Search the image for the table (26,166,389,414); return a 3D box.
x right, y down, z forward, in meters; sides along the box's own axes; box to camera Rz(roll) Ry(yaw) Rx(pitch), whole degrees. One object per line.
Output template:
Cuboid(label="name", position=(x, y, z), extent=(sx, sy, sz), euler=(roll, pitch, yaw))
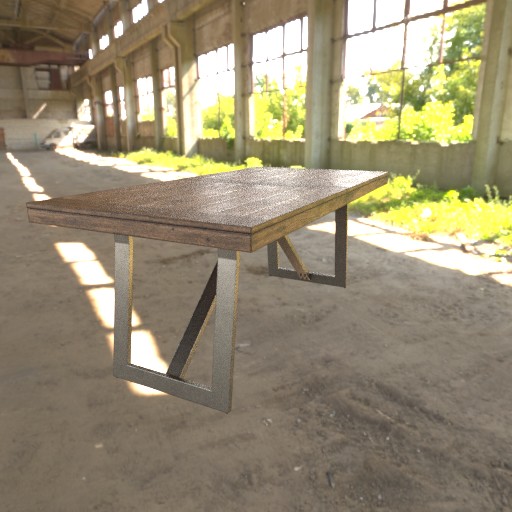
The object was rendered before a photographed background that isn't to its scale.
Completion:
Cuboid(label="table", position=(0.000, 0.000, 2.317), extent=(0.931, 0.757, 1.867), euler=(8, 18, 26))
